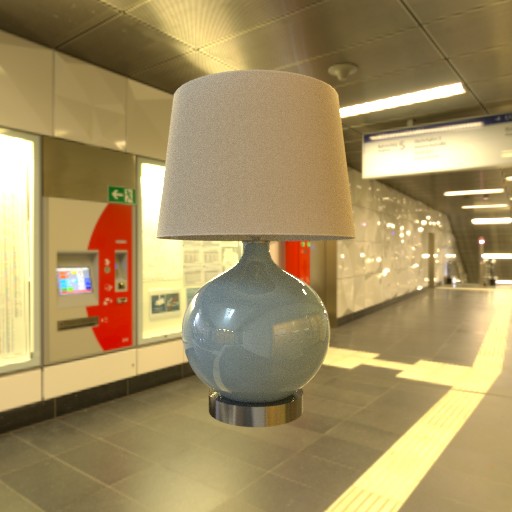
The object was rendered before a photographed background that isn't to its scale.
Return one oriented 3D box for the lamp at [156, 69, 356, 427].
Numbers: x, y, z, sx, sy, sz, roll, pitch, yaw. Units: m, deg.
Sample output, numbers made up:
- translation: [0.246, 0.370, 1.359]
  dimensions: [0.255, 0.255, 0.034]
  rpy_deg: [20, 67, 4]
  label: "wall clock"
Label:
- translation: [0.000, 0.000, 0.561]
  dimensions: [0.247, 0.387, 0.247]
  rpy_deg: [0, 0, 0]
  label: "lamp"
